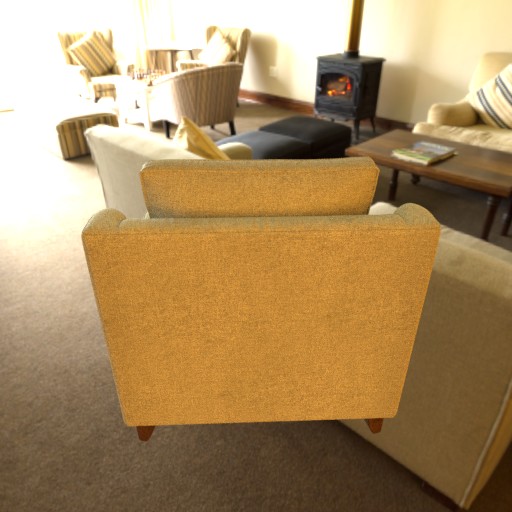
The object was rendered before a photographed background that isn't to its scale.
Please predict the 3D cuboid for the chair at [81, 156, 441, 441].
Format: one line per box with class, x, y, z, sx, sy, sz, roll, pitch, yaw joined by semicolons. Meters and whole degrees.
chair;0.000;0.000;1.558;0.838;0.864;0.918;-1;31;-2
